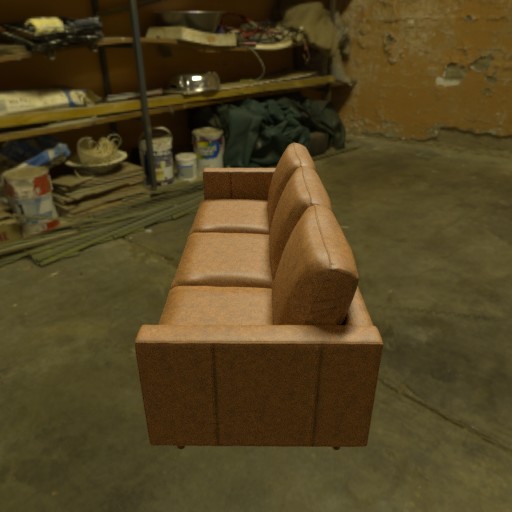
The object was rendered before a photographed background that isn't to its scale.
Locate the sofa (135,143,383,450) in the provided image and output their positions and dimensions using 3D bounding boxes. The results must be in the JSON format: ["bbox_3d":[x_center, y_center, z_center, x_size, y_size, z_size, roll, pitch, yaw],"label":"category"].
[{"bbox_3d":[0.000,0.000,2.633,0.903,0.930,2.231,0,27,0],"label":"sofa"}]
